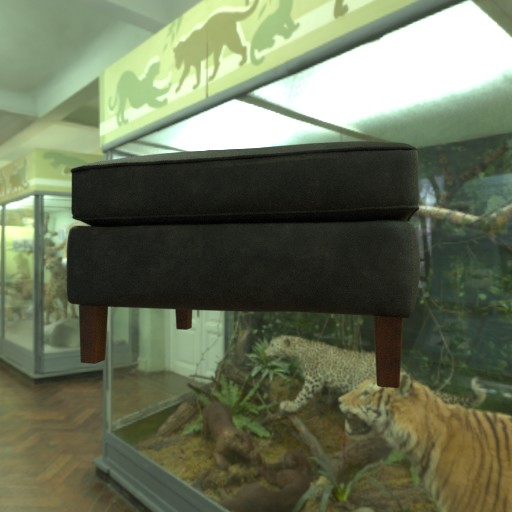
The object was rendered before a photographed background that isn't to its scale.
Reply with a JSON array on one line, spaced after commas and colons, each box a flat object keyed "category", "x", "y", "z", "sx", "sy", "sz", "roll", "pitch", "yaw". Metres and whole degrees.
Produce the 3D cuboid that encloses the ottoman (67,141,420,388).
[{"category": "ottoman", "x": 0.000, "y": 0.000, "z": 0.986, "sx": 0.665, "sy": 0.413, "sz": 0.501, "roll": 0, "pitch": 0, "yaw": 16}]
